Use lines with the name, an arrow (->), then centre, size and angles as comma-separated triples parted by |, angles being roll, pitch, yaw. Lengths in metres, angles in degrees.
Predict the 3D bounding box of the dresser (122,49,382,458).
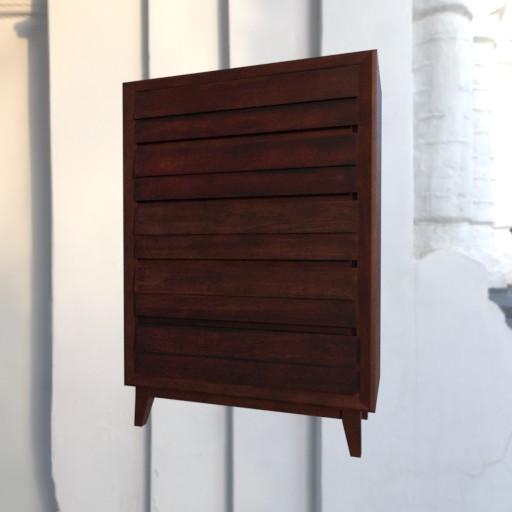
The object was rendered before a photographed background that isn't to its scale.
dresser -> 0.000, 0.000, 2.008 | 1.072, 1.514, 0.506 | 0, 1, 18
